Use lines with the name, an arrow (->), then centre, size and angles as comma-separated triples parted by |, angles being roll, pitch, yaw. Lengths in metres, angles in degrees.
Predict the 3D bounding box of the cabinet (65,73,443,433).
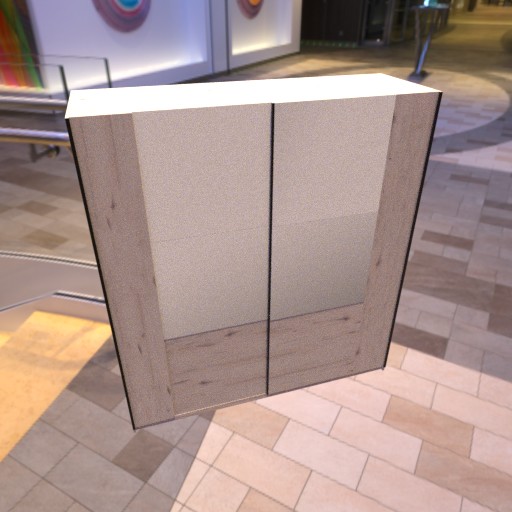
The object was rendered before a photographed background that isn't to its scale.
cabinet -> 0.000, 0.000, 3.072 | 2.000, 2.180, 0.660 | -9, 32, -15
